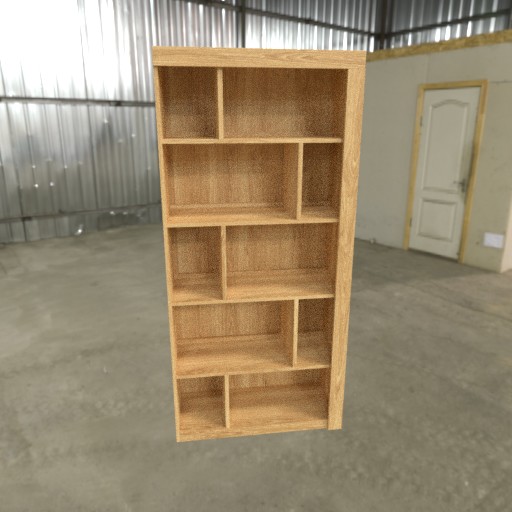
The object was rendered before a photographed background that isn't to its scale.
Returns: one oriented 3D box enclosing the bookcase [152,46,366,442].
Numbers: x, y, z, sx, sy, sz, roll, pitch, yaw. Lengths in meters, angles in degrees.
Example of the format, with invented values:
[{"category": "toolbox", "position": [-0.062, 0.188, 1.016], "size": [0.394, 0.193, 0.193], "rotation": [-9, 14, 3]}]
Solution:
[{"category": "bookcase", "position": [0.000, 0.000, 2.426], "size": [0.950, 2.020, 0.420], "rotation": [-2, 17, -8]}]
